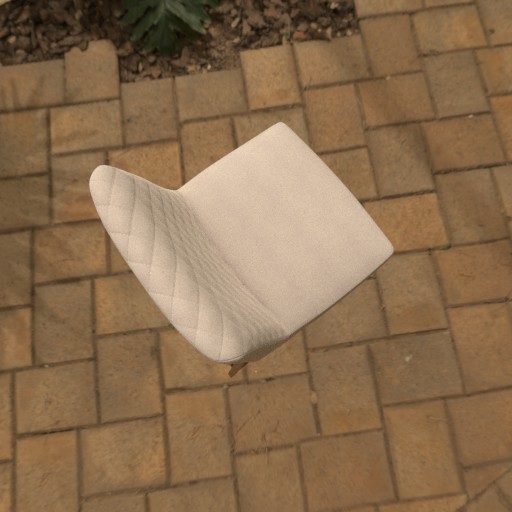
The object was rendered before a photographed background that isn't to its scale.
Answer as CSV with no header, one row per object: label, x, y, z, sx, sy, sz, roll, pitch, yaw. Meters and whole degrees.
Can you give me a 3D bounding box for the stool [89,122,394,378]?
stool,0.000,0.000,1.305,0.576,0.973,0.507,-36,78,-9
